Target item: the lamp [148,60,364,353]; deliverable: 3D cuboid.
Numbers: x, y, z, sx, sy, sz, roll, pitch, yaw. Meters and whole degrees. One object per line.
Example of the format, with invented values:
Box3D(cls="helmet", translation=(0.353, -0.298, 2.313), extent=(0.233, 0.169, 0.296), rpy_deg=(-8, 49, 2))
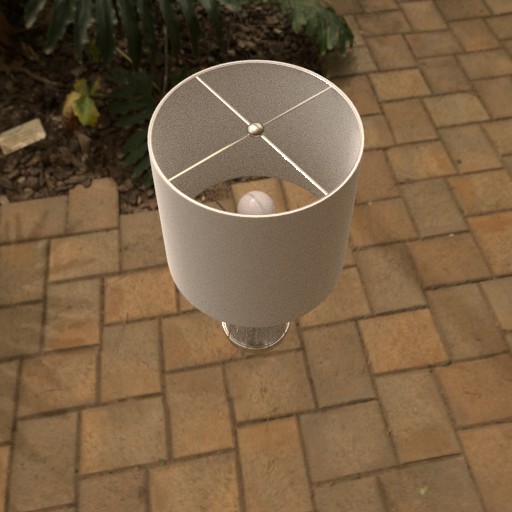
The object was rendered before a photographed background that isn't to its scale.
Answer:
Box3D(cls="lamp", translation=(0.000, 0.000, 0.794), extent=(0.303, 0.618, 0.303), rpy_deg=(0, 60, 0))
